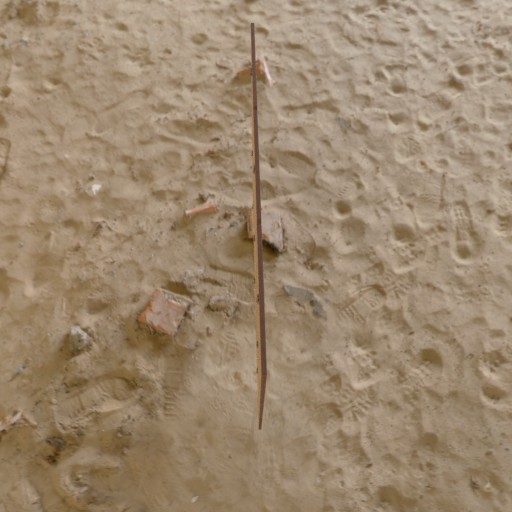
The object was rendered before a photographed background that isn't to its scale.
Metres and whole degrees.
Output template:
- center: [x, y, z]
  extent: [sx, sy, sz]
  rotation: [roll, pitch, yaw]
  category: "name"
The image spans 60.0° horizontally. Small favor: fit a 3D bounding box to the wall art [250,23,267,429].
- center: [0.000, 0.000, 1.825]
  extent: [0.019, 1.218, 1.221]
  rotation: [-1, 63, -1]
  category: "wall art"
